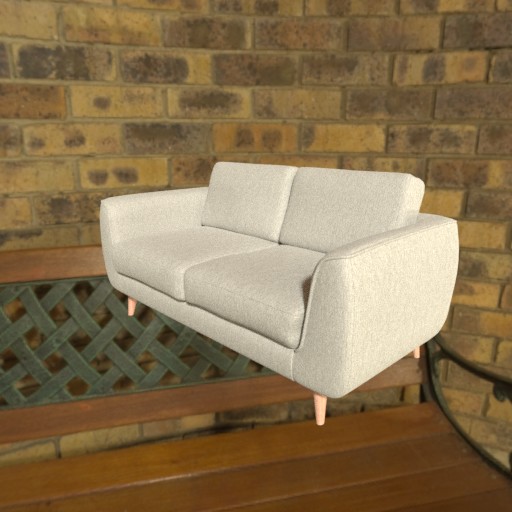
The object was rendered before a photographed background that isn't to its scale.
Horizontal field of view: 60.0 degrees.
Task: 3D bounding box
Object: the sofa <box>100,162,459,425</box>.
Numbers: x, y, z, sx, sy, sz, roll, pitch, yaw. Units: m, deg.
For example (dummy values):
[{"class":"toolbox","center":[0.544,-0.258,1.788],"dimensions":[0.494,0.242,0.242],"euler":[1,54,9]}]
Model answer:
[{"class":"sofa","center":[0.000,0.000,2.207],"dimensions":[0.920,0.850,1.700],"euler":[-14,21,-42]}]
